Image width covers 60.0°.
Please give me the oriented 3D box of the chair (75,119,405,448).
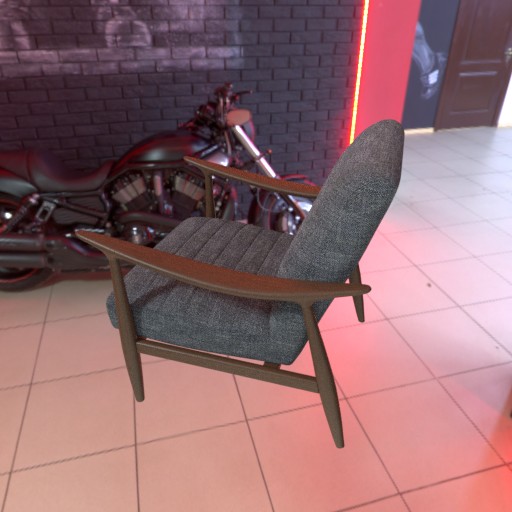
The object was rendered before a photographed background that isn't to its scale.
[{"bbox_3d":[0.000,0.000,1.442,0.798,0.832,0.741,9,32,15],"label":"chair"}]
